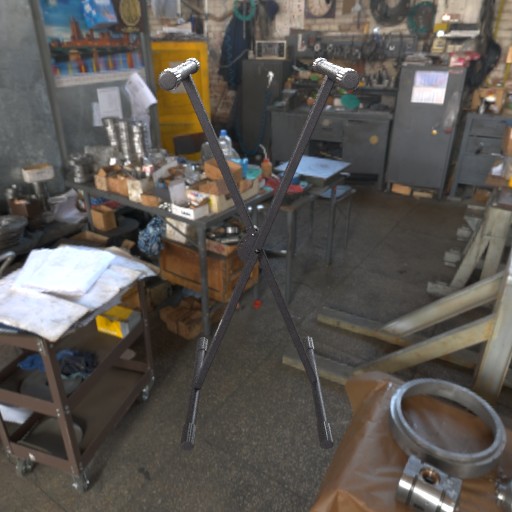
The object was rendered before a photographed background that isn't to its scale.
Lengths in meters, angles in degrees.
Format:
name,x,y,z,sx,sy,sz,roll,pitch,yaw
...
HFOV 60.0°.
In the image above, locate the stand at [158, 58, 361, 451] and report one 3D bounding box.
name,x,y,z,sx,sy,sz,roll,pitch,yaw
stand,0.000,0.000,1.175,0.409,0.940,0.449,0,27,-1
